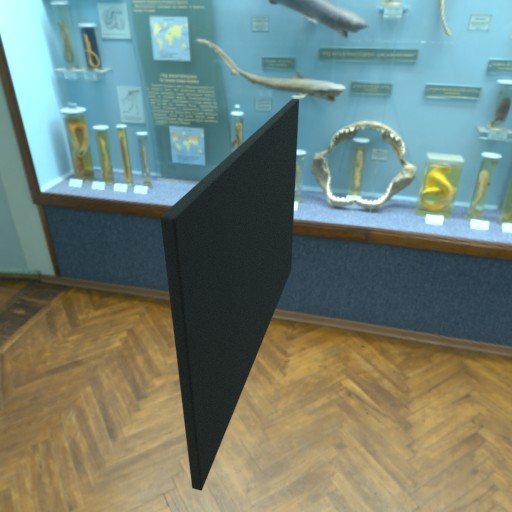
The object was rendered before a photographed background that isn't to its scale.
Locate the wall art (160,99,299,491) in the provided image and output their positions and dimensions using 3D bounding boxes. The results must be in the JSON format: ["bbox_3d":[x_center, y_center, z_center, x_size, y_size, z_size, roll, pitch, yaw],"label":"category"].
[{"bbox_3d":[0.000,0.000,1.213,0.026,0.656,0.958,8,31,14],"label":"wall art"}]
